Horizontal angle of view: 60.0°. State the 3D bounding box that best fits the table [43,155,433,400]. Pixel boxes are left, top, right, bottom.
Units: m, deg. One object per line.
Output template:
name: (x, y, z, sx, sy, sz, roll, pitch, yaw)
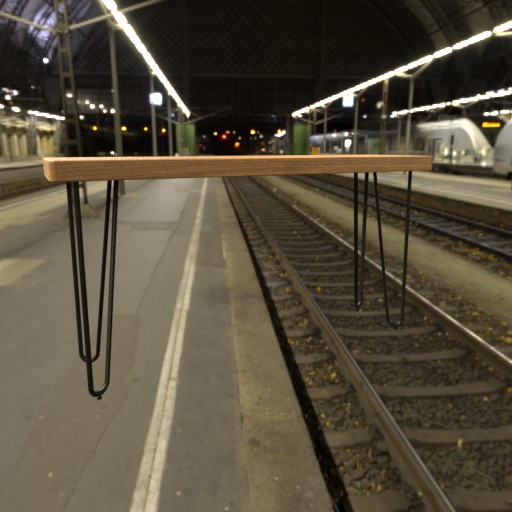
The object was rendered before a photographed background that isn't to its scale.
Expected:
table: (0.000, 0.000, 1.908, 1.570, 0.834, 0.425, -7, 15, -26)
